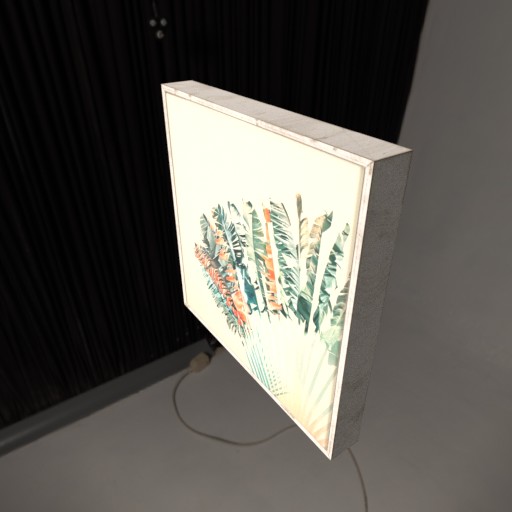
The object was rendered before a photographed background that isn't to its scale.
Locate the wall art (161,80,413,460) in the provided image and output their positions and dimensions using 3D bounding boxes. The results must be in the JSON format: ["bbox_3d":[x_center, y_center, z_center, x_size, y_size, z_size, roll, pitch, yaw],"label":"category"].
[{"bbox_3d":[0.000,0.000,0.469,0.038,0.303,0.305,-20,37,-30],"label":"wall art"}]
